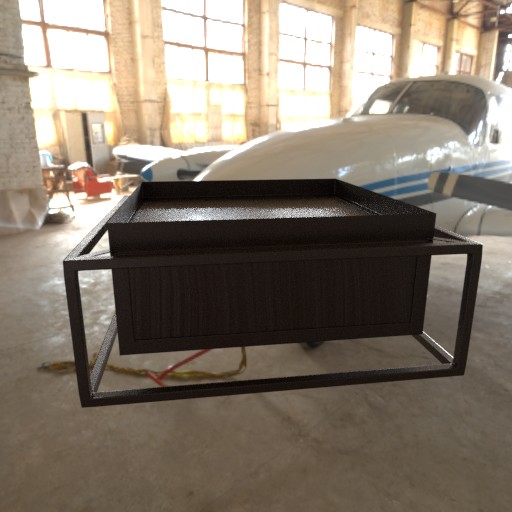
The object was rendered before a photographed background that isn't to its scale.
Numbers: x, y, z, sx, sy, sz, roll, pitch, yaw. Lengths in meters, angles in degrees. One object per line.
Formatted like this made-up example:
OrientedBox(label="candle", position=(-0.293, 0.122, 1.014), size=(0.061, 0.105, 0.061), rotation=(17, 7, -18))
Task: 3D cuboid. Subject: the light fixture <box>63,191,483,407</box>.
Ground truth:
OrientedBox(label="light fixture", position=(0.000, 0.000, 0.684), size=(0.441, 0.191, 0.441), rotation=(-2, 16, -8))
